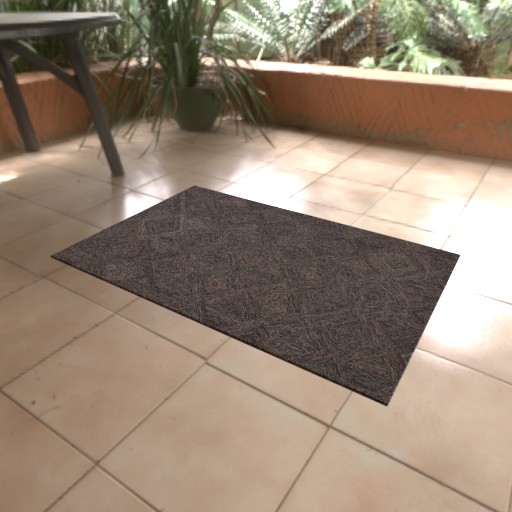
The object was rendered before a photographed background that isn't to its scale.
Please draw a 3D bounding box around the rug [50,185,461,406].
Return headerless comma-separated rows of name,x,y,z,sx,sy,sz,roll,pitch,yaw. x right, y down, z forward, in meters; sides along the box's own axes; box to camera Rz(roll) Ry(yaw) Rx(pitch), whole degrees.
rug,0.000,0.000,2.962,2.298,0.017,1.501,18,35,28
